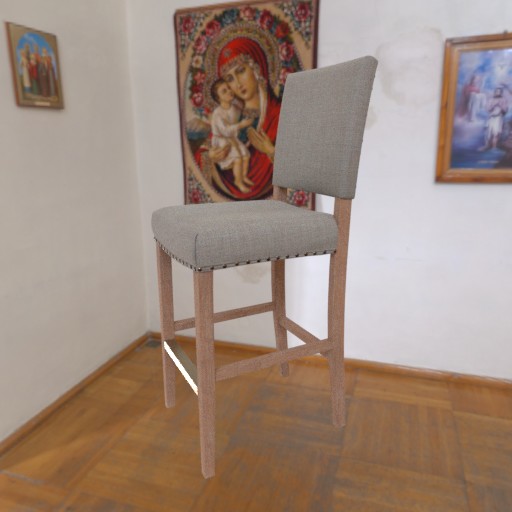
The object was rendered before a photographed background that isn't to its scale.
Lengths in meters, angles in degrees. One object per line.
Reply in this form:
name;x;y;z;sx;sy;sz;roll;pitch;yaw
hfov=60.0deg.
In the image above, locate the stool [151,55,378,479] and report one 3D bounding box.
stool;0.000;0.000;1.470;0.585;1.203;0.445;-8;17;-26
